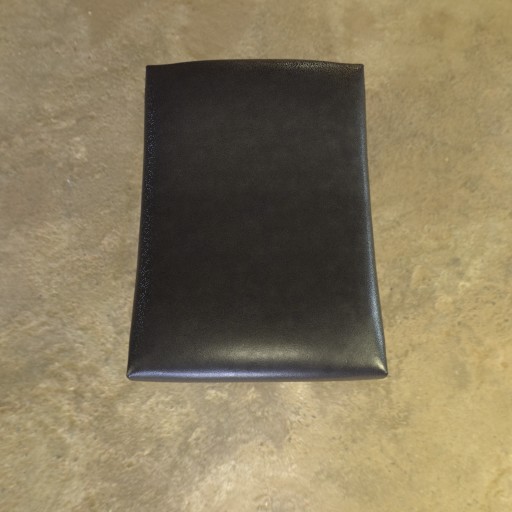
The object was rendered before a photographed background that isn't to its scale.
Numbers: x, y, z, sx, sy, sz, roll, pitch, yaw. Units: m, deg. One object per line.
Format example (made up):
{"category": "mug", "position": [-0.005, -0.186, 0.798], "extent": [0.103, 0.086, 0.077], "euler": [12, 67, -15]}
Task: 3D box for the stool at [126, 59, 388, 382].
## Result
{"category": "stool", "position": [0.000, 0.000, 0.946], "extent": [0.372, 0.654, 0.504], "euler": [0, 76, 0]}
